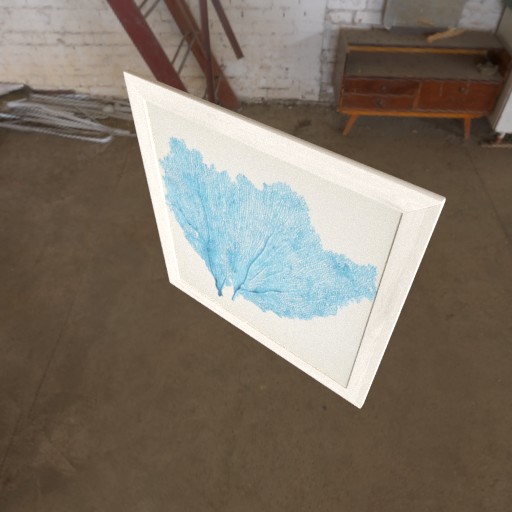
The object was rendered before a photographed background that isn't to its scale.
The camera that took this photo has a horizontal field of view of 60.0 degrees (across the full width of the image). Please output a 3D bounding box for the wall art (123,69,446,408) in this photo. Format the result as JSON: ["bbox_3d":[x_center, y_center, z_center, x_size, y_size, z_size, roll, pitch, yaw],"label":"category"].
[{"bbox_3d":[0.000,0.000,0.878,0.584,0.584,0.013,29,54,25],"label":"wall art"}]
